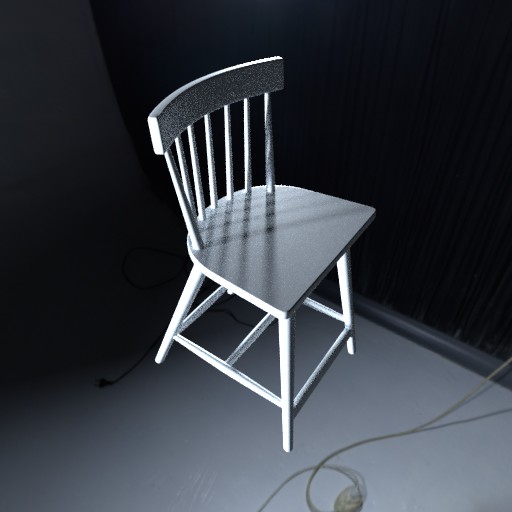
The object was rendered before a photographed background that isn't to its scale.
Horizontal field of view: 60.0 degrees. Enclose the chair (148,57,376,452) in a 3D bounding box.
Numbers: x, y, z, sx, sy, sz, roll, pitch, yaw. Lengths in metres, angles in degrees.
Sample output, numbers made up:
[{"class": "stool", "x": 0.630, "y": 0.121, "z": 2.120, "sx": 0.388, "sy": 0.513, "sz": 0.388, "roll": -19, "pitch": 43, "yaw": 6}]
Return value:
[{"class": "chair", "x": 0.000, "y": 0.000, "z": 1.281, "sx": 0.572, "sy": 0.952, "sz": 0.483, "roll": 25, "pitch": 46, "yaw": 26}]
